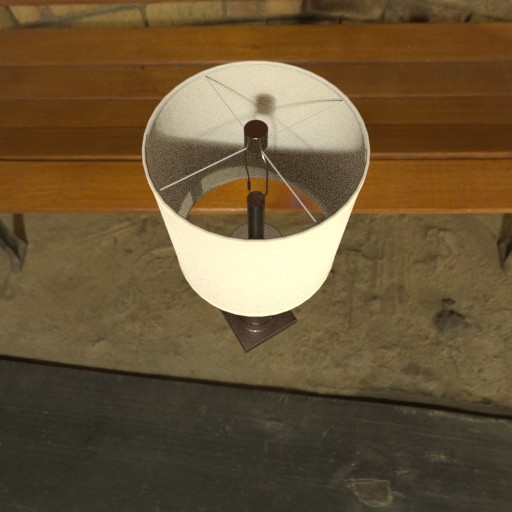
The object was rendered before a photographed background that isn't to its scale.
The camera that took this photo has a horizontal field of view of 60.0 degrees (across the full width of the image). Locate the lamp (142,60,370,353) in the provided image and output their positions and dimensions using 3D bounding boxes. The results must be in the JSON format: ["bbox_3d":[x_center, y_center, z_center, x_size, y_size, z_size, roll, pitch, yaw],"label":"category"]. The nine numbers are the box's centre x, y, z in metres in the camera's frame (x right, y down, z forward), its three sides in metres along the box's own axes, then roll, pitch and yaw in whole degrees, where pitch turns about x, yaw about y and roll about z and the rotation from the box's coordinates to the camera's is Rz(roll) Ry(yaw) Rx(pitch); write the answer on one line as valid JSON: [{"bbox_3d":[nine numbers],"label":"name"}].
[{"bbox_3d":[0.000,0.000,0.610,0.202,0.509,0.202,-29,68,-13],"label":"lamp"}]
